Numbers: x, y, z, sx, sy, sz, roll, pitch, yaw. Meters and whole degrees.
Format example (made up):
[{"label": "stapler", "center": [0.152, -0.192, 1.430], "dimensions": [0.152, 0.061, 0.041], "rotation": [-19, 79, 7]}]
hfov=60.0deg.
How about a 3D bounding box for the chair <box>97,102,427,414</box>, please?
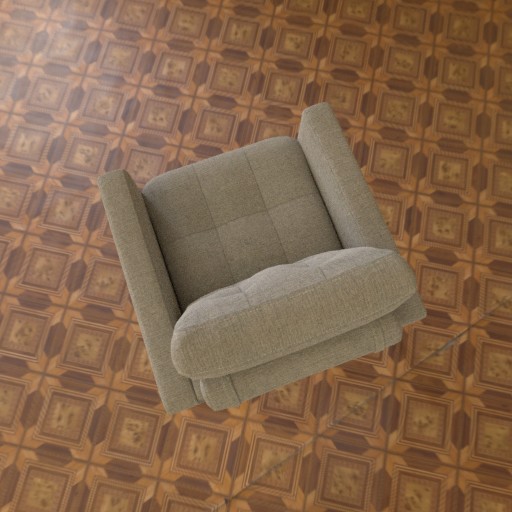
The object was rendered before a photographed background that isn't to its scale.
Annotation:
[{"label": "chair", "center": [0.000, 0.000, 1.491], "dimensions": [0.821, 0.880, 0.843], "rotation": [-20, 76, -5]}]
